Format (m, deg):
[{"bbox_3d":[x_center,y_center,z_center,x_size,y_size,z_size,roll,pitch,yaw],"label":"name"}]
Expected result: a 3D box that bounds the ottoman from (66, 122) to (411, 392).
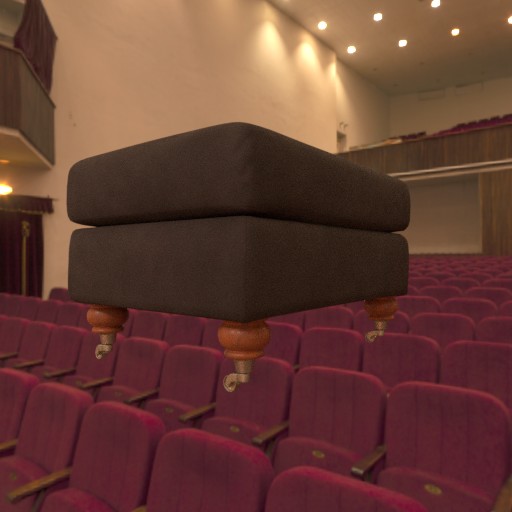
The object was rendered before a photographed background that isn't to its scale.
[{"bbox_3d":[0.000,0.000,1.156,0.574,0.497,0.773,0,0,38],"label":"ottoman"}]
